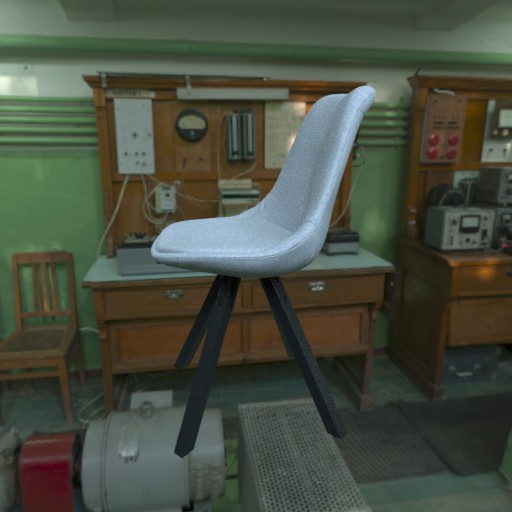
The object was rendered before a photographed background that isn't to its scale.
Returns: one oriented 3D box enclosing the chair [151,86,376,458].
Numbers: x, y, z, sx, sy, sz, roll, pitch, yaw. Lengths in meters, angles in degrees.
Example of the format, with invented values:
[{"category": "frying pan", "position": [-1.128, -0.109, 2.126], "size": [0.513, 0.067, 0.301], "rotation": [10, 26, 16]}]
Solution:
[{"category": "chair", "position": [0.000, 0.000, 1.199], "size": [0.550, 0.850, 0.485], "rotation": [-3, 15, -10]}]
